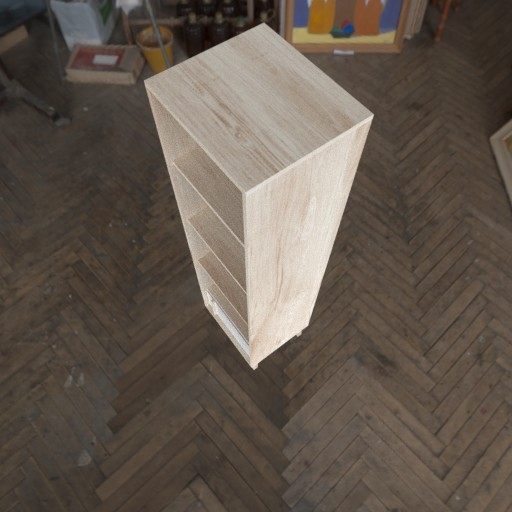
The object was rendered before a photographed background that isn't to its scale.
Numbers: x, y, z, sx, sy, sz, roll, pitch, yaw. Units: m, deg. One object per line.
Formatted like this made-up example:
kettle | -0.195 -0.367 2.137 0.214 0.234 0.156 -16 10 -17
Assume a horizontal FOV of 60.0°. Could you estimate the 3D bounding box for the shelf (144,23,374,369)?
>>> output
shelf | 0.000 0.000 2.148 0.450 1.960 0.510 -34 67 -16
